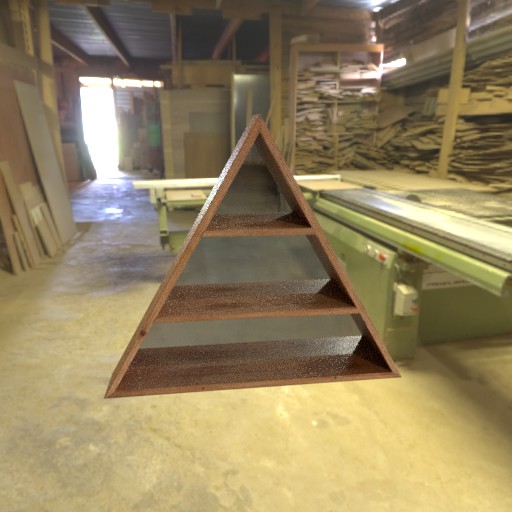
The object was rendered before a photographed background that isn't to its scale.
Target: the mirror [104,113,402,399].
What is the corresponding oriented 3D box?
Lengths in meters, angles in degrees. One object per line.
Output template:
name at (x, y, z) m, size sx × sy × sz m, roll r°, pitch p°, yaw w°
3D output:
mirror at (0.000, 0.000, 0.902) m, size 0.631 × 0.548 × 0.100 m, roll -2°, pitch 16°, yaw -7°
